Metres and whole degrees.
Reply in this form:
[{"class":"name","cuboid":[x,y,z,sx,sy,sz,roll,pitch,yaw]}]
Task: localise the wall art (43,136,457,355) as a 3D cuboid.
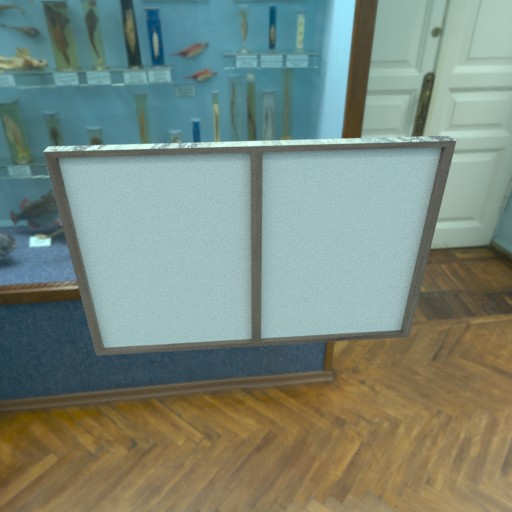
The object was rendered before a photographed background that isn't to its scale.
[{"class":"wall art","cuboid":[0.000,0.000,1.157,0.919,0.598,0.038,-3,32,-4]}]
